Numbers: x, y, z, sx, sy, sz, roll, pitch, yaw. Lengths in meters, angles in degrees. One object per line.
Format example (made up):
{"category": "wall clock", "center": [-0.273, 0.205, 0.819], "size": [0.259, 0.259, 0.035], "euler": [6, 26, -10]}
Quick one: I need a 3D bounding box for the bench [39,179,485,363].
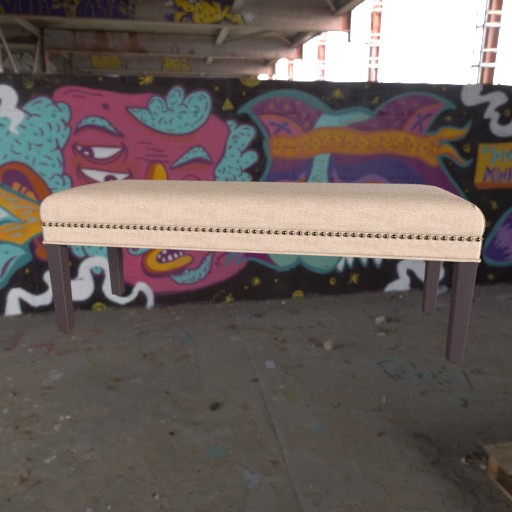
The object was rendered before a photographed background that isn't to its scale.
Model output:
{"category": "bench", "center": [0.000, 0.000, 1.422], "size": [1.219, 0.457, 0.410], "euler": [3, 15, 10]}
